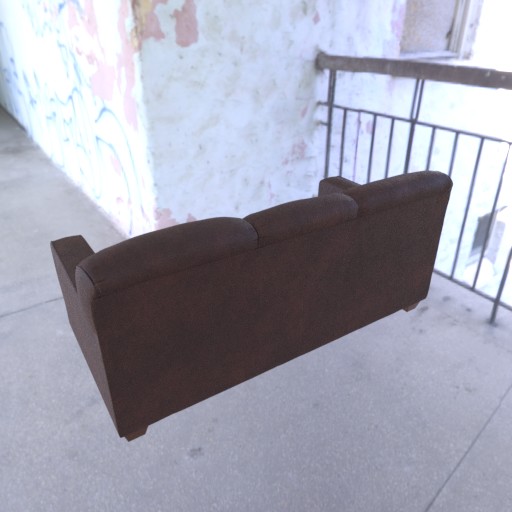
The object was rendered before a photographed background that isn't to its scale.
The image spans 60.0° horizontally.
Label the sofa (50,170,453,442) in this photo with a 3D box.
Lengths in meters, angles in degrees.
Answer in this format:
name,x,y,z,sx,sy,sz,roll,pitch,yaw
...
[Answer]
name,x,y,z,sx,sy,sz,roll,pitch,yaw
sofa,0.000,0.000,2.538,2.039,0.953,1.008,-17,33,-28
